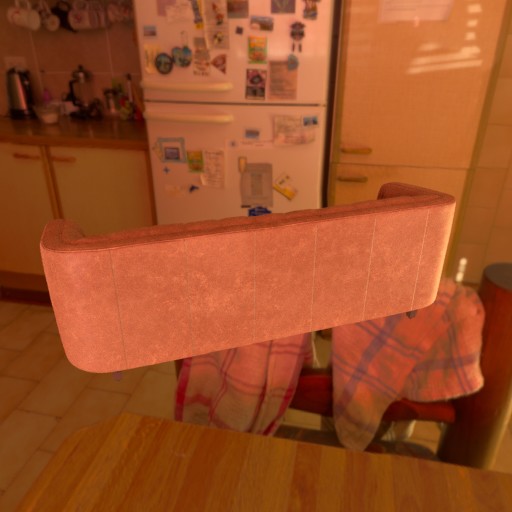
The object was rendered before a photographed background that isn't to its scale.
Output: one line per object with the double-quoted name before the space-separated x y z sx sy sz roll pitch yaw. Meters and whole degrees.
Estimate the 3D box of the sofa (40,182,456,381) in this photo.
"sofa" 0.000 0.000 2.616 2.257 0.791 0.922 -8 28 -16
